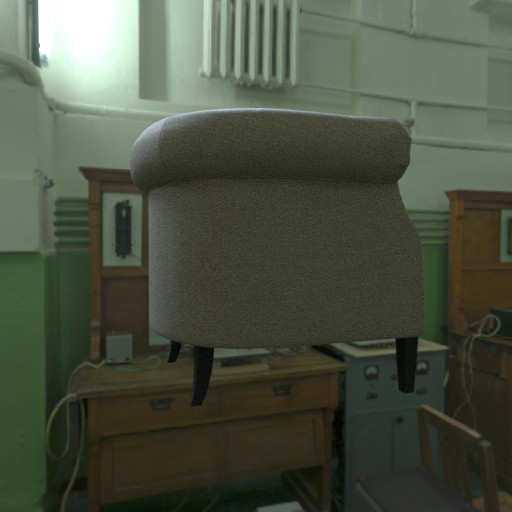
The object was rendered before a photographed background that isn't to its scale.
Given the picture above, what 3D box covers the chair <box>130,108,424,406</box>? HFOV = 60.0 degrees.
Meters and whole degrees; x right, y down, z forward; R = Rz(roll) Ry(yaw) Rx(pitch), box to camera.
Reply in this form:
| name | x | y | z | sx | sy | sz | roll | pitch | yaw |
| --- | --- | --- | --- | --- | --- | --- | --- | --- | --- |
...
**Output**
| name | x | y | z | sx | sy | sz | roll | pitch | yaw |
| --- | --- | --- | --- | --- | --- | --- | --- | --- | --- |
| chair | 0.000 | 0.000 | 1.565 | 0.852 | 0.827 | 0.905 | -1 | 2 | -19 |
